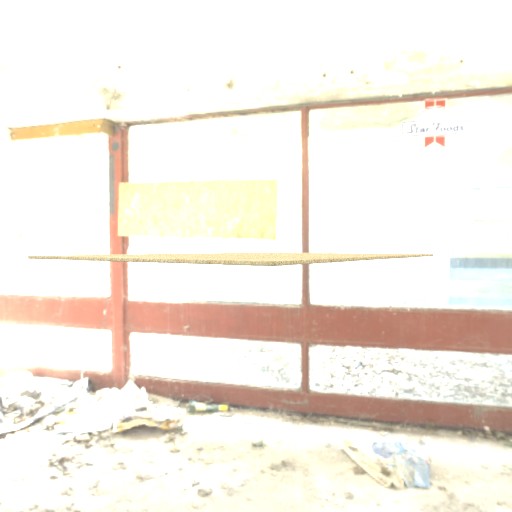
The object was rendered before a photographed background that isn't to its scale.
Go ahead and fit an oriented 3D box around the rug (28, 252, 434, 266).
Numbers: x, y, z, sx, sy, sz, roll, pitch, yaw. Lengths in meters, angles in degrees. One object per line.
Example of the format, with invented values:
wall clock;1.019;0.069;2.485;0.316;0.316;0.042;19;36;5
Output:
rug;0.000;0.000;4.071;2.401;0.025;3.001;1;1;36
